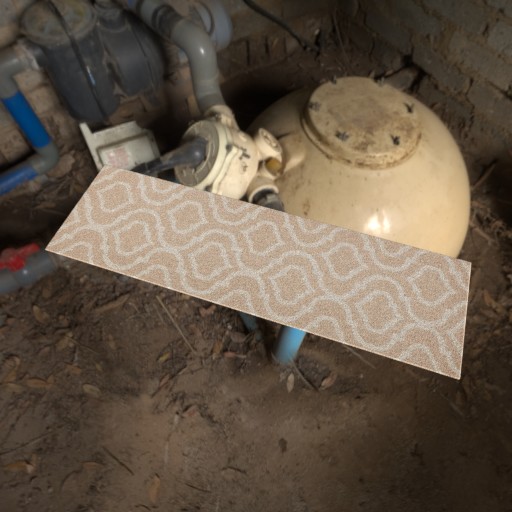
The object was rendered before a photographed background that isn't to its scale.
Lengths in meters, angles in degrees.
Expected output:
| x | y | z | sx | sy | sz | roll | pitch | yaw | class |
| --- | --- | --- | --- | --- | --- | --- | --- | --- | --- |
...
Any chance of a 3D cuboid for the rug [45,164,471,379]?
| x | y | z | sx | sy | sz | roll | pitch | yaw | class |
| --- | --- | --- | --- | --- | --- | --- | --- | --- | --- |
| 0.000 | 0.000 | 2.484 | 2.289 | 0.013 | 0.691 | 16 | 59 | 10 | rug |
